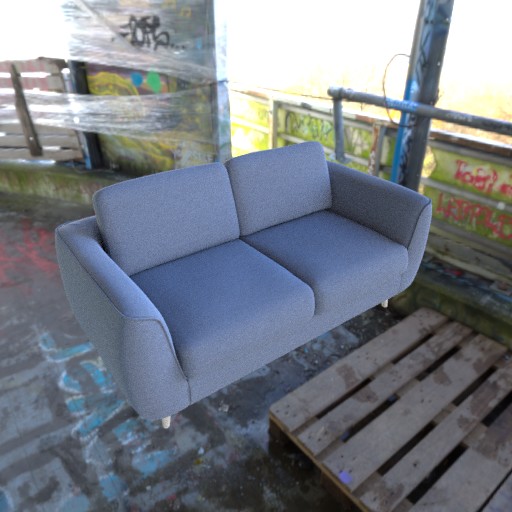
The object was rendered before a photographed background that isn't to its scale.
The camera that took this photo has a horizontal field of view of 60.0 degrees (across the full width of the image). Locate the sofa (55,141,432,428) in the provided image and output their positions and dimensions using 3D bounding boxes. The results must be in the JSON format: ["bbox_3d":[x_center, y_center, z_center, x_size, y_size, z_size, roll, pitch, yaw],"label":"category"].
[{"bbox_3d":[0.000,0.000,2.204,1.700,0.850,0.920,-20,36,-31],"label":"sofa"}]
